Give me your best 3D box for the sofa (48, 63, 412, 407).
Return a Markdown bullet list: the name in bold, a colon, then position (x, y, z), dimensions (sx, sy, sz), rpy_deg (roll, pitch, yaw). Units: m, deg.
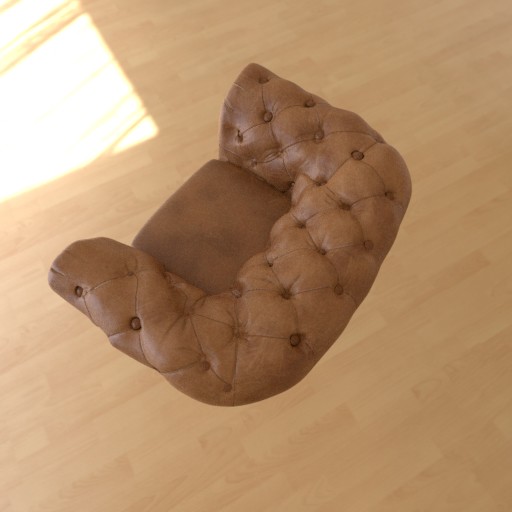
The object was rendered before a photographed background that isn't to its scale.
- **sofa**: position (0.000, 0.000, 2.055), dimensions (1.033, 0.878, 1.405), rpy_deg (32, 68, 15)
